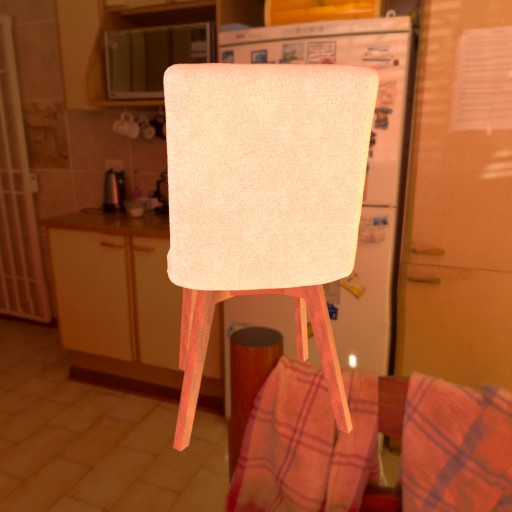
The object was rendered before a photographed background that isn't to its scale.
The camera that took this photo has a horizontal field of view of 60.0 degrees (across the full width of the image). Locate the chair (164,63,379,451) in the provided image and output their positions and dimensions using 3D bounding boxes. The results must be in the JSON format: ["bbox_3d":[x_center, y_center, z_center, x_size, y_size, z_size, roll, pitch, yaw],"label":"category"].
[{"bbox_3d":[0.000,0.000,1.296,0.522,0.974,0.563,-2,15,-9],"label":"chair"}]
